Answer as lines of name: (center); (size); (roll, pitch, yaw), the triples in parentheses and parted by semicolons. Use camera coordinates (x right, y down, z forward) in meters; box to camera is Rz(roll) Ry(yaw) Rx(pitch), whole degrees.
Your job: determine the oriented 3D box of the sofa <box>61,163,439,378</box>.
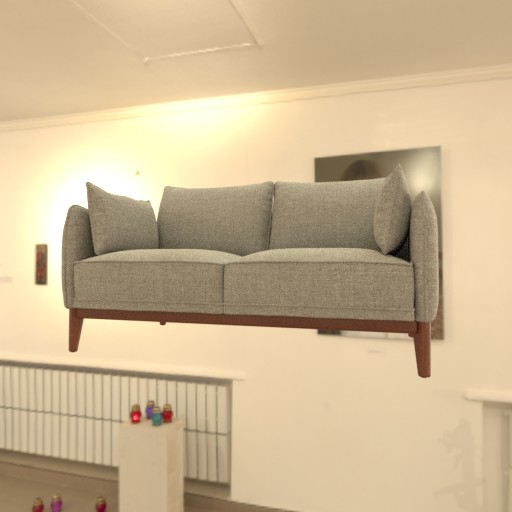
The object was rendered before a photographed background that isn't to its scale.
sofa: (0.000, 0.000, 2.126); (1.580, 0.851, 0.972); (0, 0, 17)
